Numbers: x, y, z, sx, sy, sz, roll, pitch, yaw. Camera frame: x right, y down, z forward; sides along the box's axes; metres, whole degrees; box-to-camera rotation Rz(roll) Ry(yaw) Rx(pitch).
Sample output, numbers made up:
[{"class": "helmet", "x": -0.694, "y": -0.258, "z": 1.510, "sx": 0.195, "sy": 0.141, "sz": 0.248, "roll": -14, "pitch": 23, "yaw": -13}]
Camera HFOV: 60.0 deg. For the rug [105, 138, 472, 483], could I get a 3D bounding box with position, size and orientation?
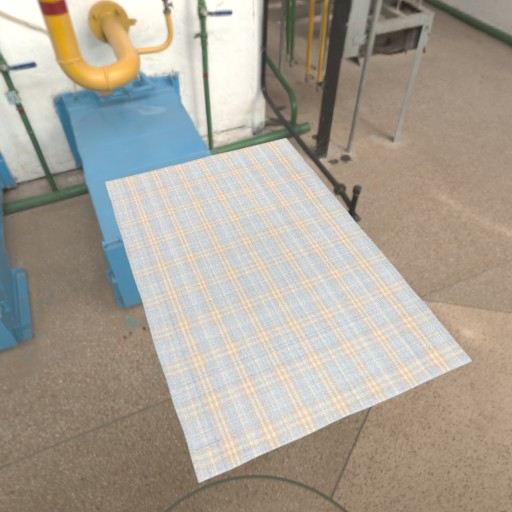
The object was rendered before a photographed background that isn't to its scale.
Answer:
[{"class": "rug", "x": 0.000, "y": 0.000, "z": 2.289, "sx": 1.231, "sy": 0.012, "sz": 1.835, "roll": -18, "pitch": 50, "yaw": -15}]
